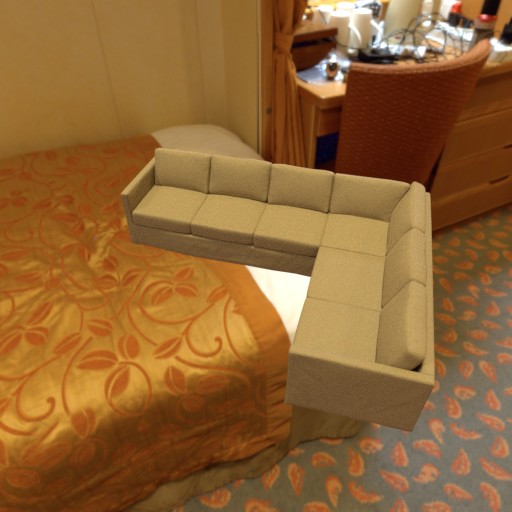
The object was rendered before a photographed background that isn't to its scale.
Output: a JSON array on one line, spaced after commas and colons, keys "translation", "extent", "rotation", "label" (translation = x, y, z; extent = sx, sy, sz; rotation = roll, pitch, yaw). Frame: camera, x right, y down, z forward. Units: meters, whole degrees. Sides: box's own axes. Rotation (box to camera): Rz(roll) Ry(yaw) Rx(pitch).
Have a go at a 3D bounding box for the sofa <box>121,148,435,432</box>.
[{"translation": [0.000, 0.000, 4.320], "extent": [3.182, 0.871, 2.432], "rotation": [11, 43, 12], "label": "sofa"}]
